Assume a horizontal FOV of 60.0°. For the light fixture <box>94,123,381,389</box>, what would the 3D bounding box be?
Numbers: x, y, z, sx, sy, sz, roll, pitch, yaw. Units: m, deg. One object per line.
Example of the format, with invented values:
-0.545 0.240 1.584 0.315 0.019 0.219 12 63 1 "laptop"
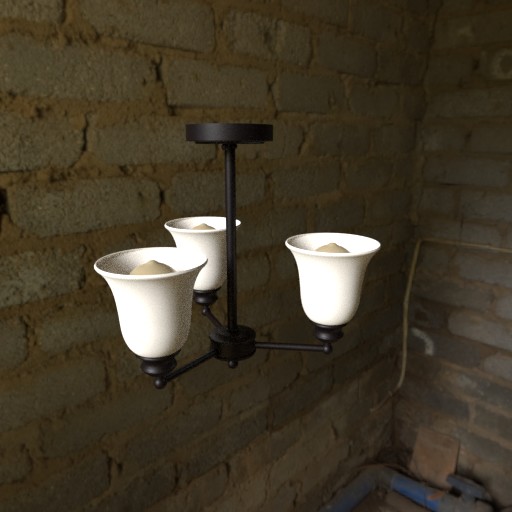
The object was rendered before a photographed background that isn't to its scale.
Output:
0.000 0.000 0.652 0.354 0.370 0.388 2 15 7 "light fixture"
